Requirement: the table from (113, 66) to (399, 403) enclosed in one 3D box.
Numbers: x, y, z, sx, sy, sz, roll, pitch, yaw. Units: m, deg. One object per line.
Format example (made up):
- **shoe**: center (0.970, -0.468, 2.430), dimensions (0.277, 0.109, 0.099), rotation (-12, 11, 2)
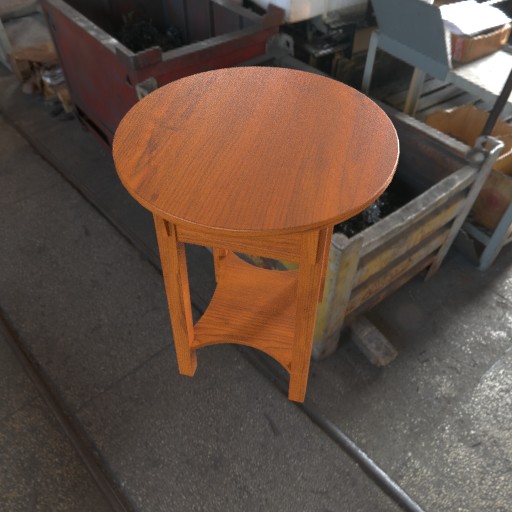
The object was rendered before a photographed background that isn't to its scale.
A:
- **table**: center (0.000, 0.000, 0.948), dimensions (0.457, 0.610, 0.457), rotation (0, 48, 0)
